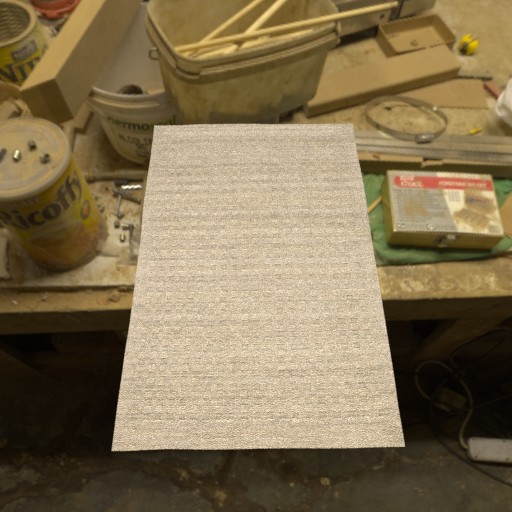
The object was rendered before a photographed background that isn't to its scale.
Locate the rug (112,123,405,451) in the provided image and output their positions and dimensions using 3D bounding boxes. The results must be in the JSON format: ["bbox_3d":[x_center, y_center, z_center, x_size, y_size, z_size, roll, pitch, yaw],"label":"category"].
[{"bbox_3d":[0.000,0.000,2.855,1.532,0.018,2.297,-1,62,0],"label":"rug"}]
